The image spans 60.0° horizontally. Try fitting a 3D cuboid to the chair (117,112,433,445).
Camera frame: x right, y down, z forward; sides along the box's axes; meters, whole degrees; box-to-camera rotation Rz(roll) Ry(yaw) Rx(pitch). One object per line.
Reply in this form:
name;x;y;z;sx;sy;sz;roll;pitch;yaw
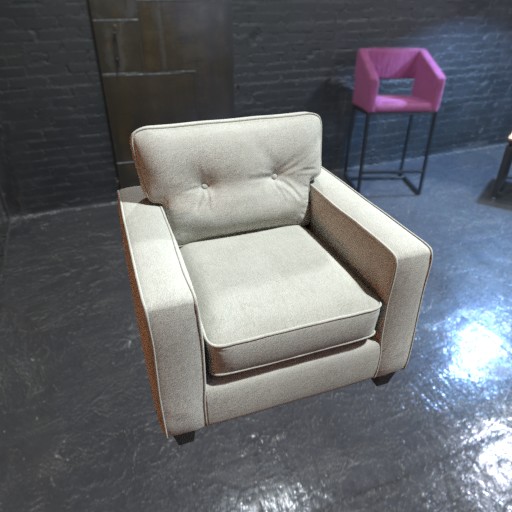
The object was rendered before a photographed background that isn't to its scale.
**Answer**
chair;0.000;0.000;1.824;1.015;0.965;0.939;-11;33;-17
